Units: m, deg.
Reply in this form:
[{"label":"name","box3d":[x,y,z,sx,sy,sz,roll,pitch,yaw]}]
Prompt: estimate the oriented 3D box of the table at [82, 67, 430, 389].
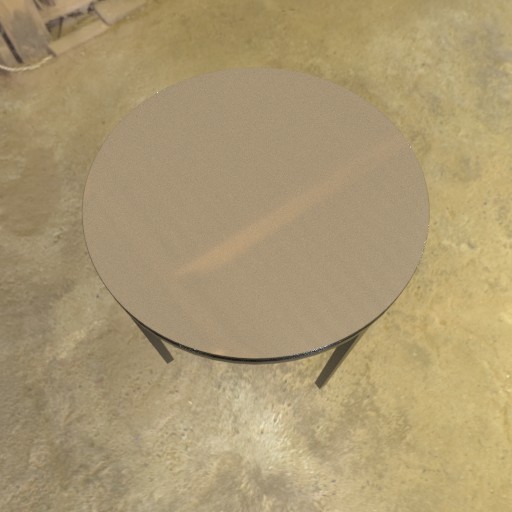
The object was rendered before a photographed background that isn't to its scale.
[{"label":"table","box3d":[0.000,0.000,0.842,0.499,0.443,0.499,0,64,0]}]
